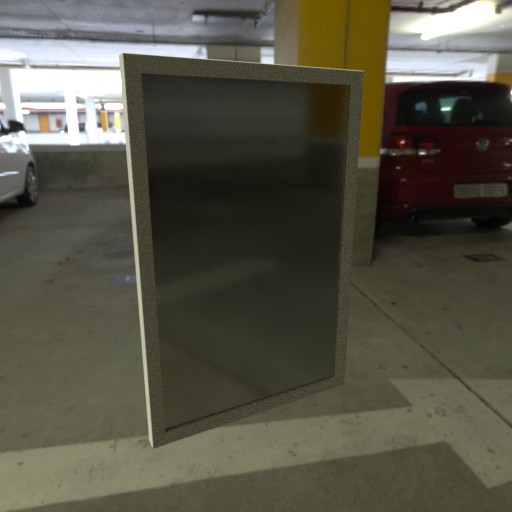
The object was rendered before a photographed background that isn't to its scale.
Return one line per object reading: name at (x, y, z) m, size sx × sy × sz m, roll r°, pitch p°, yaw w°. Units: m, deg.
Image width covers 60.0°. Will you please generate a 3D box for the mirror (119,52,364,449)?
mirror at (0.000, 0.000, 1.142) m, size 0.609 × 0.914 × 0.041 m, roll -9°, pitch 18°, yaw -27°
